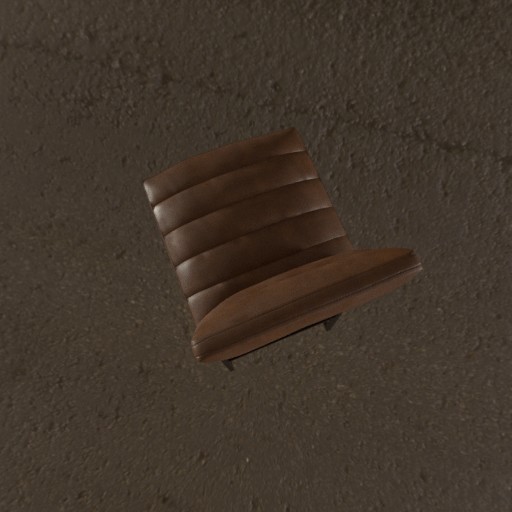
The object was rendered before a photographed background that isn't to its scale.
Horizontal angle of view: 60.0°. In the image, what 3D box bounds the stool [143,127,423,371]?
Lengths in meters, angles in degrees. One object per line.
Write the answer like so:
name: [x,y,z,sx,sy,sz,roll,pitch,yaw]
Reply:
stool: [0.000,0.000,1.343,0.463,1.065,0.562,-22,76,-6]
